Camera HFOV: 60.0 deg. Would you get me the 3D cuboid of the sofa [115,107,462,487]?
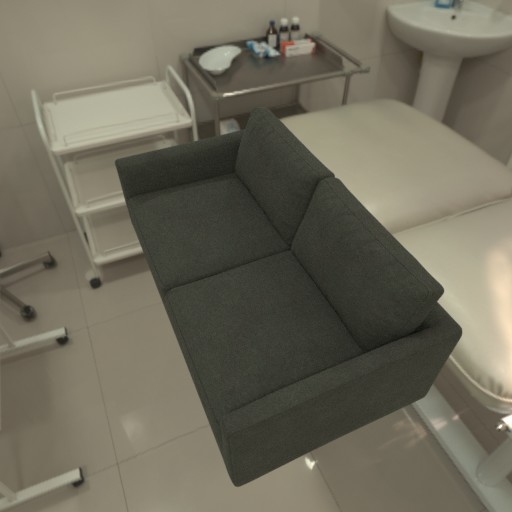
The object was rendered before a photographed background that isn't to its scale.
[{"bbox_3d":[0.000,0.000,2.457,1.091,0.845,1.909,-18,48,-17],"label":"sofa"}]
